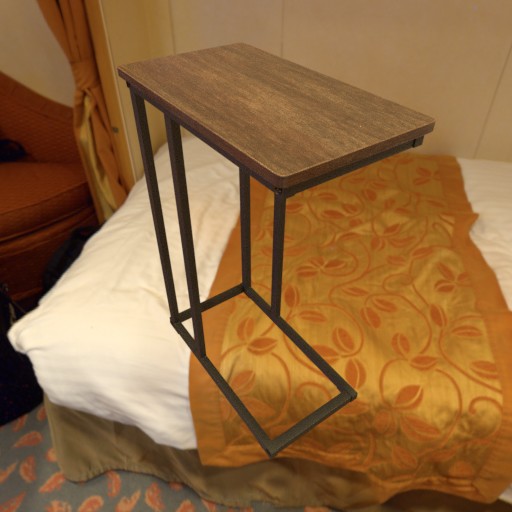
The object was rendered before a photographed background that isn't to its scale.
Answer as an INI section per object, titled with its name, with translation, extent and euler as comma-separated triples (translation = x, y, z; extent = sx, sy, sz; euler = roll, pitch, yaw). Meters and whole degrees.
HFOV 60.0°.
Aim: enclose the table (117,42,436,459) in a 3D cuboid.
[table]
translation = 0.000, 0.000, 0.854
extent = 0.254, 0.637, 0.450
euler = -24, 46, -26
